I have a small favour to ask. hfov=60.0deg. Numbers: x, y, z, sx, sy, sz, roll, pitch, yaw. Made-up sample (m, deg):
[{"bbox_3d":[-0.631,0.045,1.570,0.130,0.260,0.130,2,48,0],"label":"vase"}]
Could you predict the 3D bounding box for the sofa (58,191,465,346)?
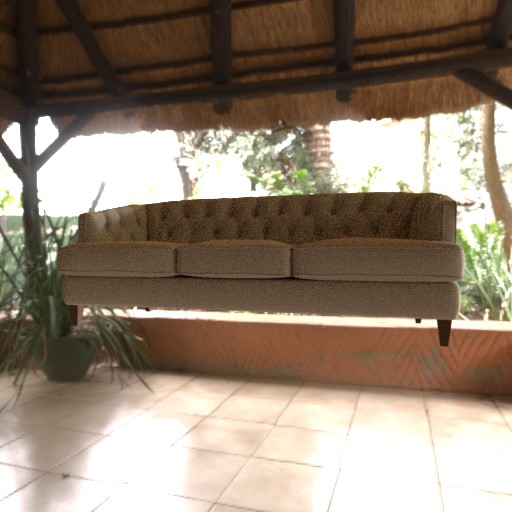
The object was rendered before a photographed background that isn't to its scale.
[{"bbox_3d":[0.000,0.000,2.771,2.278,0.855,0.941,0,0,17],"label":"sofa"}]
